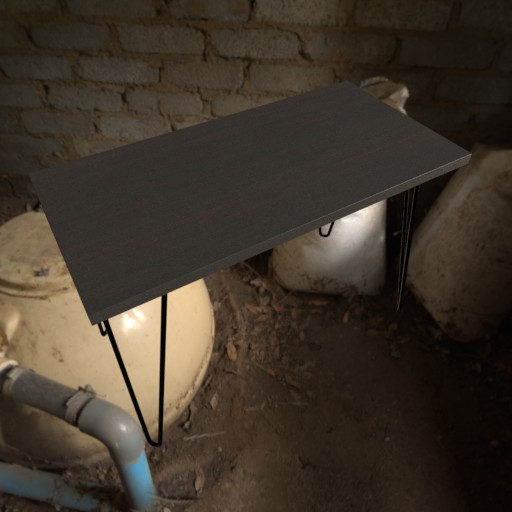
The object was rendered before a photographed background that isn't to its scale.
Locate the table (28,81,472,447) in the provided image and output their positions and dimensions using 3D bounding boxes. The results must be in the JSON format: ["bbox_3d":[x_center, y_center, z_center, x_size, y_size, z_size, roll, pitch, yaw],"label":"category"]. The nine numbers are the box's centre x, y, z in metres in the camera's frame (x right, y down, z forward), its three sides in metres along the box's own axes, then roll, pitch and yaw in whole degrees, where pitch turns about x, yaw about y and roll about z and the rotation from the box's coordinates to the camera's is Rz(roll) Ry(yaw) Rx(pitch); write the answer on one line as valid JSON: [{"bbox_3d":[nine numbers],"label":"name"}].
[{"bbox_3d":[0.000,0.000,1.340,0.991,0.660,0.499,-23,50,-21],"label":"table"}]
